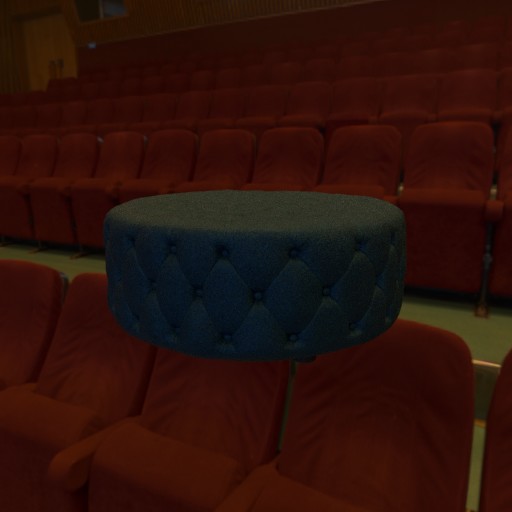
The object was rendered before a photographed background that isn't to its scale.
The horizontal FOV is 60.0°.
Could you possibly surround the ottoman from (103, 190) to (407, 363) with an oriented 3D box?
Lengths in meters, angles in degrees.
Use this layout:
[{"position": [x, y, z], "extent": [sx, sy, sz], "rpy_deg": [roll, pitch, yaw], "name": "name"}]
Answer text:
[{"position": [0.000, 0.000, 1.536], "extent": [0.998, 0.398, 0.998], "rpy_deg": [0, 13, 0], "name": "ottoman"}]
